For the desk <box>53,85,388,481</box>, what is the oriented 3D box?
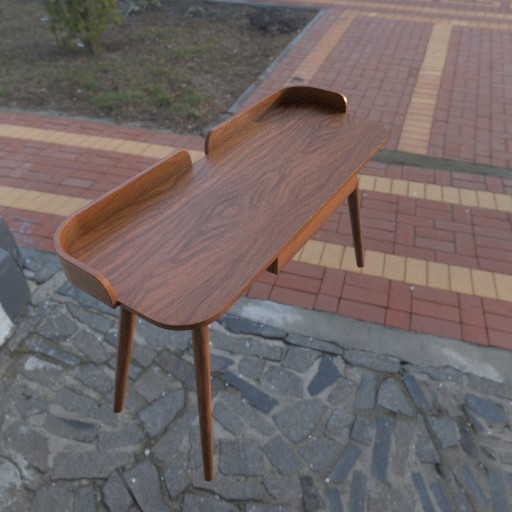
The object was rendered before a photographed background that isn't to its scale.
[{"bbox_3d":[0.000,0.000,1.634,0.486,0.800,1.256,24,47,24],"label":"desk"}]
